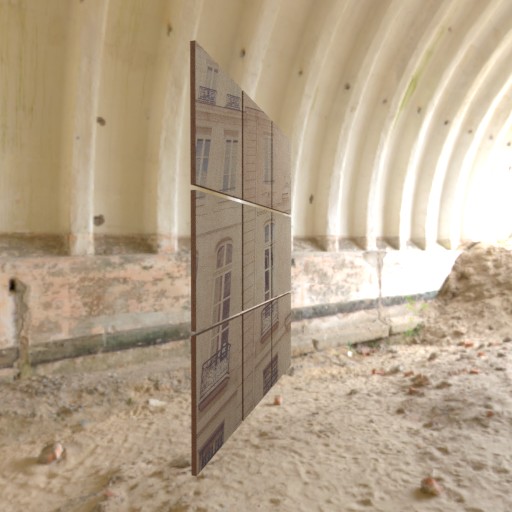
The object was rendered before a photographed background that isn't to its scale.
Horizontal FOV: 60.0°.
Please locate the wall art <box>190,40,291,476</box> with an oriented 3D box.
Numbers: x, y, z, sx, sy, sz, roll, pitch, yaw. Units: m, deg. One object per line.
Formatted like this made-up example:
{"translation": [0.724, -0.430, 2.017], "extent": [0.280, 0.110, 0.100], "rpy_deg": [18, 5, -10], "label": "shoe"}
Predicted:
{"translation": [0.000, 0.000, 1.824], "extent": [0.024, 1.218, 1.221], "rpy_deg": [0, 1, 17], "label": "wall art"}
